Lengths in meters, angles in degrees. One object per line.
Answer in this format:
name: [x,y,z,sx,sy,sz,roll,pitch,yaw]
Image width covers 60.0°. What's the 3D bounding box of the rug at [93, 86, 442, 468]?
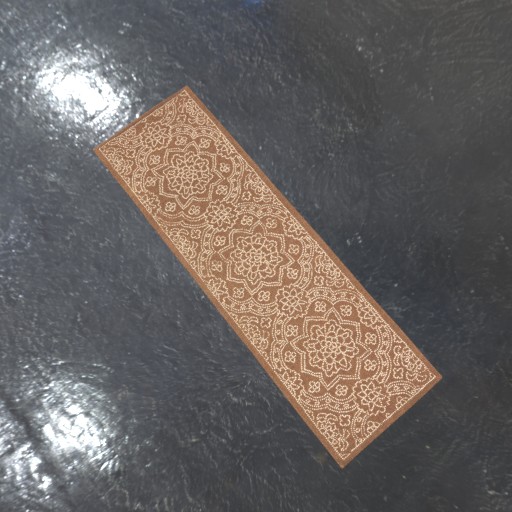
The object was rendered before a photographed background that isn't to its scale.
rug: [0.000,0.000,2.699,0.769,0.012,2.448,-38,79,-9]
